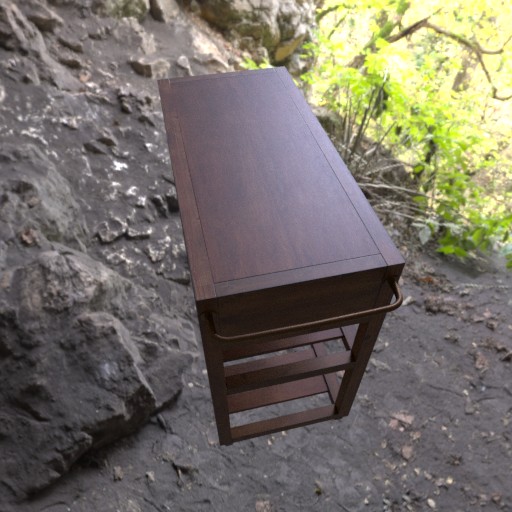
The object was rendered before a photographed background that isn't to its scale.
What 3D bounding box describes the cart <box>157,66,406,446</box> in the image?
[{"bbox_3d":[0.000,0.000,1.475,0.445,0.830,1.065,-10,48,-9],"label":"cart"}]
